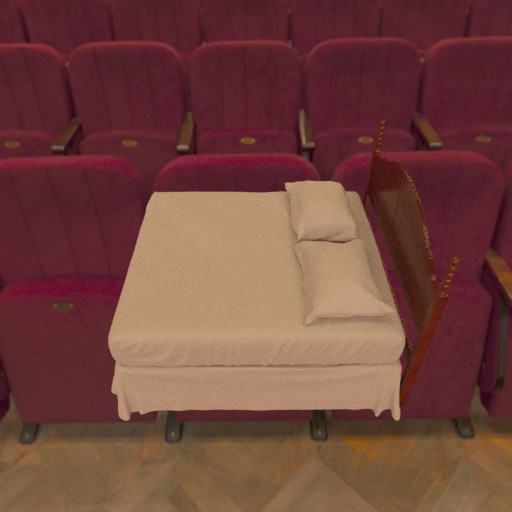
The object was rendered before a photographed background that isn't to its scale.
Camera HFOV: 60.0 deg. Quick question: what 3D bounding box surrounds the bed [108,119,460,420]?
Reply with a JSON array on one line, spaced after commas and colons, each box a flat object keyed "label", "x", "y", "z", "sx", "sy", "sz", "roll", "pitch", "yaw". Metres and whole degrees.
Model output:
[{"label": "bed", "x": 0.000, "y": 0.000, "z": 3.226, "sx": 2.040, "sy": 1.356, "sz": 1.873, "roll": 0, "pitch": 41, "yaw": 0}]
